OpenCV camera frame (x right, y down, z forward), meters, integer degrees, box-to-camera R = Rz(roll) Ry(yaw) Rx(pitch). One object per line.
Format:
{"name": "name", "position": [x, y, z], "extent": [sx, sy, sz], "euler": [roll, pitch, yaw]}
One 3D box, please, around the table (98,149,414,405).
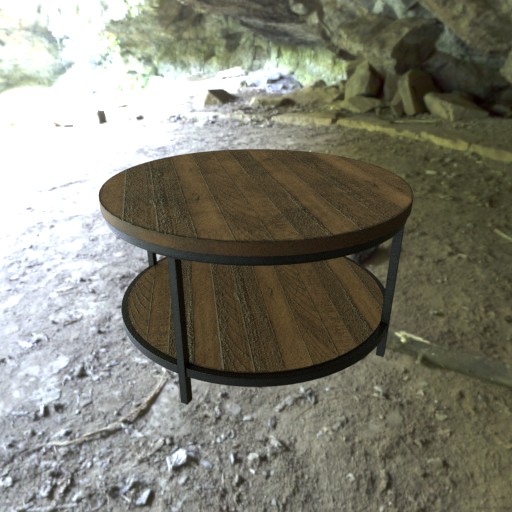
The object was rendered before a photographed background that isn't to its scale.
{"name": "table", "position": [0.000, 0.000, 1.336], "extent": [0.837, 0.462, 0.837], "euler": [0, 26, 0]}
